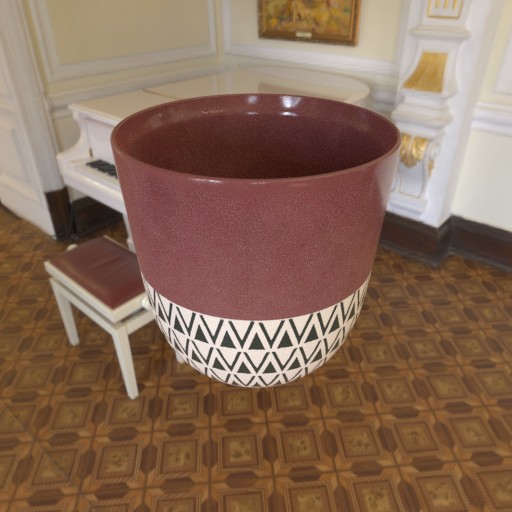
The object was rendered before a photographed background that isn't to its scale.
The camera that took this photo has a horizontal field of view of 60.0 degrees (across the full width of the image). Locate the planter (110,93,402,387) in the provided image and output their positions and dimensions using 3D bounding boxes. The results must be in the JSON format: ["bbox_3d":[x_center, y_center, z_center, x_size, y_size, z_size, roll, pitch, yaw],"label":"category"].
[{"bbox_3d":[0.000,0.000,0.364,0.195,0.214,0.195,0,33,0],"label":"planter"}]
